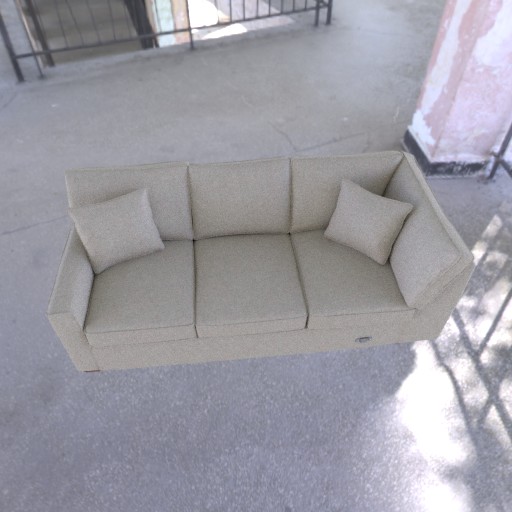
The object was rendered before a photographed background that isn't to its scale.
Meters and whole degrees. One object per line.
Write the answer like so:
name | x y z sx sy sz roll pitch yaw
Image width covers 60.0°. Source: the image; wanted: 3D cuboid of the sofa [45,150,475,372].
sofa | 0.000 0.000 2.827 2.317 0.962 1.061 -4 46 -4
